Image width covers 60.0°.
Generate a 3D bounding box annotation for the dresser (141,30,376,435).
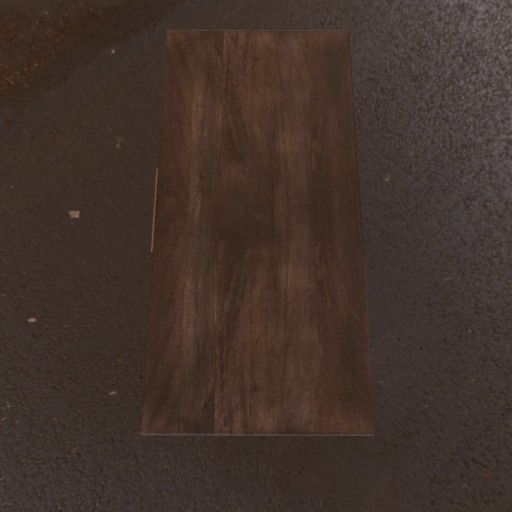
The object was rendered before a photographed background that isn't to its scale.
[{"bbox_3d":[0.000,0.000,1.344,0.453,0.801,0.923,0,75,0],"label":"dresser"}]
